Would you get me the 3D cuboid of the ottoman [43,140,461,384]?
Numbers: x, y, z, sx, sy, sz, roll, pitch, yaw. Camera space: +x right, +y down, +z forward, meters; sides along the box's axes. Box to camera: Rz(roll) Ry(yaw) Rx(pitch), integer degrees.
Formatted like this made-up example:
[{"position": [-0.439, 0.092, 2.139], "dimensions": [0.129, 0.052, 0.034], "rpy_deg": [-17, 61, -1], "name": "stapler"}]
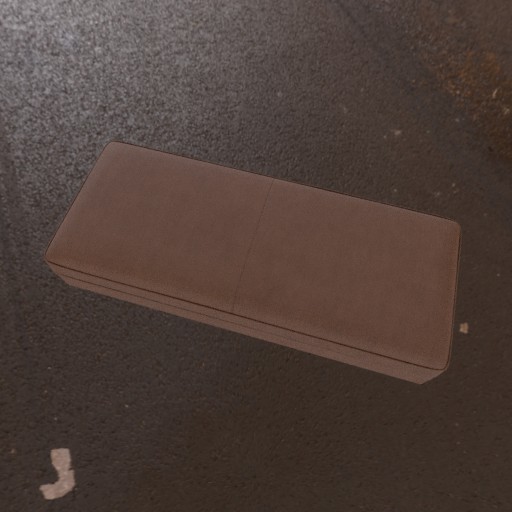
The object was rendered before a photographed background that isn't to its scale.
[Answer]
[{"position": [0.000, 0.000, 2.116], "dimensions": [1.764, 0.470, 0.751], "rpy_deg": [15, 64, 7], "name": "ottoman"}]
